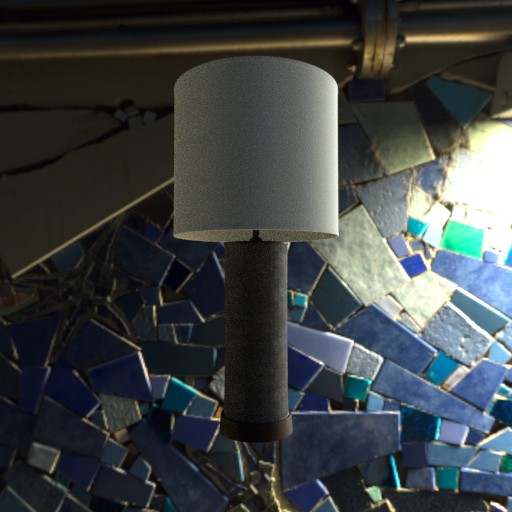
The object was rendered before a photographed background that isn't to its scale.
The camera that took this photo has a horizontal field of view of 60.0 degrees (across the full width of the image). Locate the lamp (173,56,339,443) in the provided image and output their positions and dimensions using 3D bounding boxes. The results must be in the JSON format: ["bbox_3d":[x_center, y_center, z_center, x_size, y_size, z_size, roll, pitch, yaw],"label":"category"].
[{"bbox_3d":[0.000,0.000,0.818,0.301,0.630,0.301,-1,-2,19],"label":"lamp"}]
